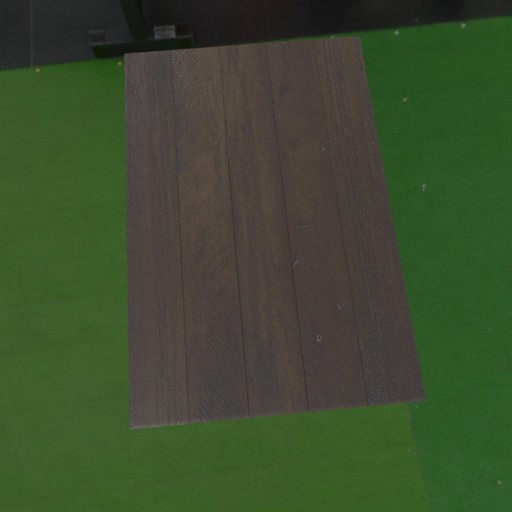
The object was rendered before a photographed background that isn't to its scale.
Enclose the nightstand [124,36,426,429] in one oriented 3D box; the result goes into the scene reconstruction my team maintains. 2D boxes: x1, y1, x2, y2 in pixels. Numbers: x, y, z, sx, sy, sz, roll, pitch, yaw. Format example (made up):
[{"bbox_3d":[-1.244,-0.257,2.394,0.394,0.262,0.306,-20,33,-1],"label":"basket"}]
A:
[{"bbox_3d":[0.000,0.000,1.023,0.450,0.599,0.650,-5,75,-1],"label":"nightstand"}]
